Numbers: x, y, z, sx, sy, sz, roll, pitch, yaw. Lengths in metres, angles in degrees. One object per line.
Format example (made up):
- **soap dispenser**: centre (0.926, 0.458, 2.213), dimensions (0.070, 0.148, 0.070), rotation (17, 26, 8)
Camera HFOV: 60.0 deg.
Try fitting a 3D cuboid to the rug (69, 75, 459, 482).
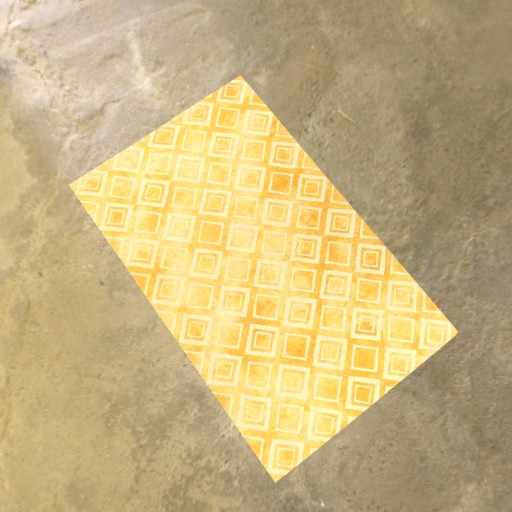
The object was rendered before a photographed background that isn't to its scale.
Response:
- **rug**: centre (0.000, 0.000, 3.029), dimensions (1.511, 0.010, 2.424), rotation (-36, 79, -8)
